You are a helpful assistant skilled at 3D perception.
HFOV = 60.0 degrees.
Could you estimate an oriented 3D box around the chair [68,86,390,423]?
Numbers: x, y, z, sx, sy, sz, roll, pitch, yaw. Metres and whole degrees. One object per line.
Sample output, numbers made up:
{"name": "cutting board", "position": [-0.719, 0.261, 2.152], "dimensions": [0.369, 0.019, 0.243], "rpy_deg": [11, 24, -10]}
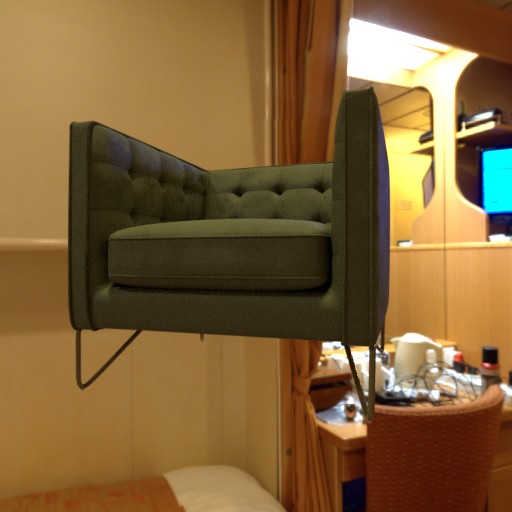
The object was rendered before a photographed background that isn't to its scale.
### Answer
{"name": "chair", "position": [0.000, 0.000, 1.540], "dimensions": [0.880, 0.790, 0.894], "rpy_deg": [0, 0, 18]}
